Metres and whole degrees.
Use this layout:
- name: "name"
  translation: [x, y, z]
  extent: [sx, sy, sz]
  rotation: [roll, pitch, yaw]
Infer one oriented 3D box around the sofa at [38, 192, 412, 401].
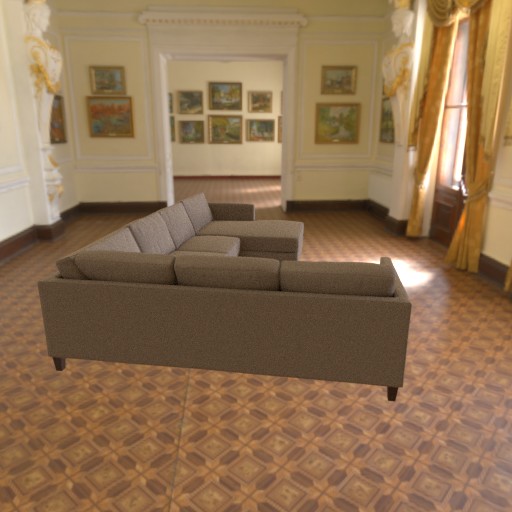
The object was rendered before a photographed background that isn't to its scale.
- name: "sofa"
  translation: [0.000, 0.000, 4.463]
  extent: [2.424, 0.865, 3.438]
  rotation: [3, 16, 9]
